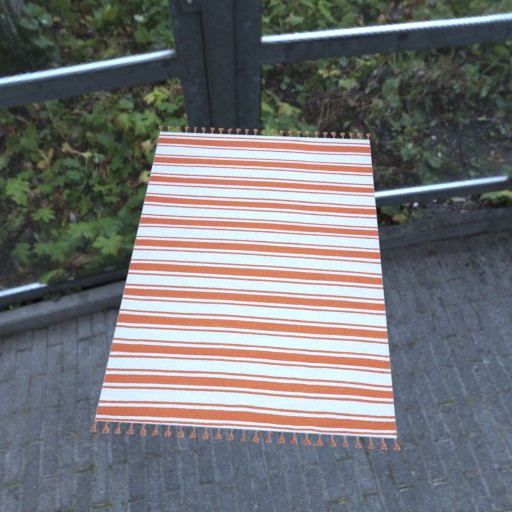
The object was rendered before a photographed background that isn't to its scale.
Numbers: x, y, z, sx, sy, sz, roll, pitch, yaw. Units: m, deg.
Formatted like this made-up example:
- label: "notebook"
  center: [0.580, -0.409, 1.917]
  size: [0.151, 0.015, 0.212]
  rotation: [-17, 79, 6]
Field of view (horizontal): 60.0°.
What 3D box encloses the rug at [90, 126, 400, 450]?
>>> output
- label: "rug"
  center: [0.000, 0.000, 4.315]
  size: [2.451, 0.035, 3.369]
  rotation: [3, 61, 2]
